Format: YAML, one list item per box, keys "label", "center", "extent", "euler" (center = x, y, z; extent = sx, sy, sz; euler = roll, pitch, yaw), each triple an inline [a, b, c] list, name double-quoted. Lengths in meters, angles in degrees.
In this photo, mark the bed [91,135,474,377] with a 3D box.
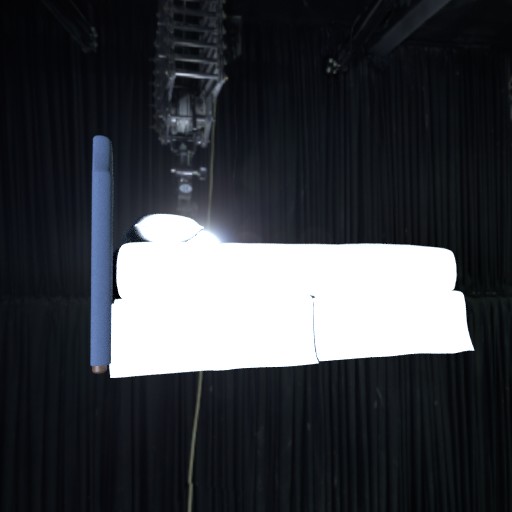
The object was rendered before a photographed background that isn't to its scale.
- label: "bed"
  center: [0.000, 0.000, 4.022]
  extent: [2.773, 1.488, 2.350]
  euler: [0, -1, -20]
